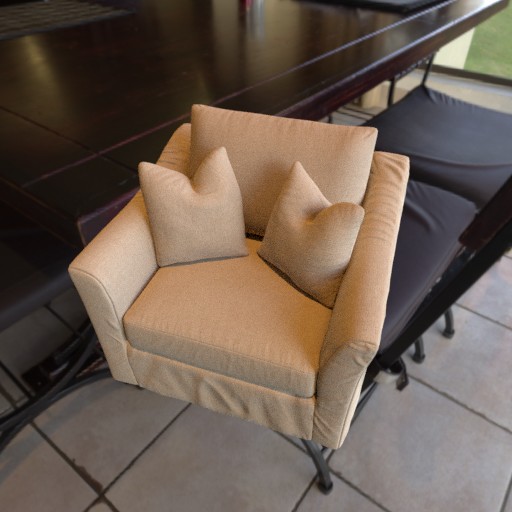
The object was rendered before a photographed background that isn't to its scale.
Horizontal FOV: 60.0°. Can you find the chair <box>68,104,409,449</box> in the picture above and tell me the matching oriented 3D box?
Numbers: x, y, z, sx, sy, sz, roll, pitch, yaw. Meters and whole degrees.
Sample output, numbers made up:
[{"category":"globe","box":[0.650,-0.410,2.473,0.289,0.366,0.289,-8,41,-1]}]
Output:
[{"category":"chair","box":[0.000,0.000,2.052,1.194,1.093,1.071,12,42,14]}]
